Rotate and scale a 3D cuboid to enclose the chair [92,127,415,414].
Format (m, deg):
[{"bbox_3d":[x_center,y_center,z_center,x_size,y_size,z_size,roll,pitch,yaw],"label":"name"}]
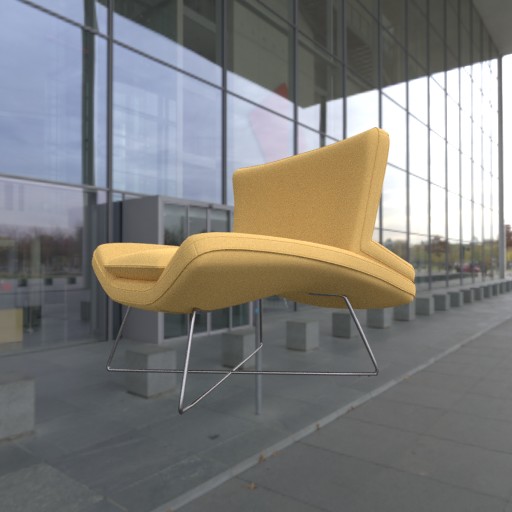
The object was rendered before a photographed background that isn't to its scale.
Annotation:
[{"bbox_3d":[0.000,0.000,1.679,1.008,0.855,0.859,1,-1,-36],"label":"chair"}]
